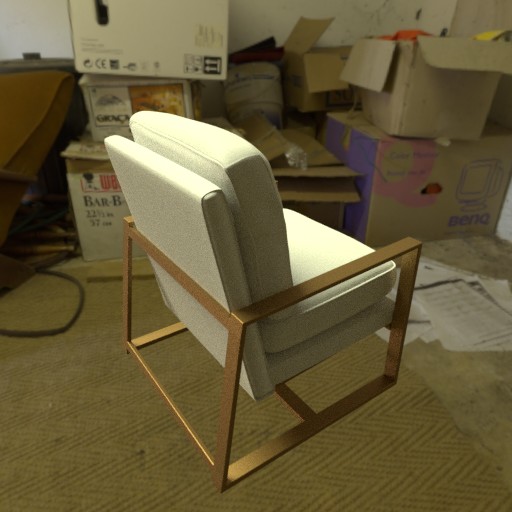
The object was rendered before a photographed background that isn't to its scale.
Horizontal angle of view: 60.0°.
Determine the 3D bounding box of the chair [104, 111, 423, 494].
[{"bbox_3d":[0.000,0.000,1.553,0.813,0.966,0.805,-18,33,-31],"label":"chair"}]
